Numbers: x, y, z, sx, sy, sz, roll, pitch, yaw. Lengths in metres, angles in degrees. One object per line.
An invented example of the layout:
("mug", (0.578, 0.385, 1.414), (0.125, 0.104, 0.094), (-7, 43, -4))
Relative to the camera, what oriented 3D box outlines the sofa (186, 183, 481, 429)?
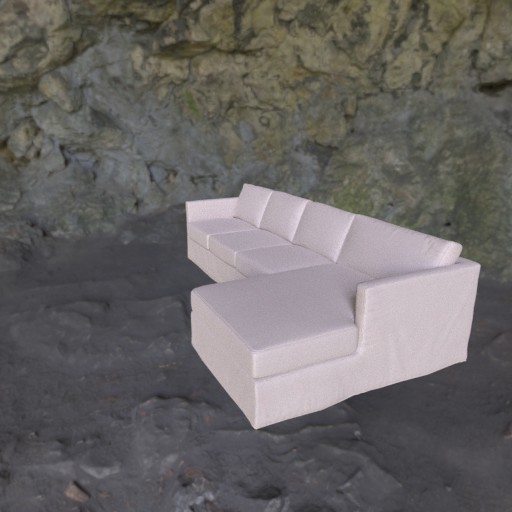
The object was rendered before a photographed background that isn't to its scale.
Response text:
("sofa", (0.000, 0.000, 3.864), (1.622, 0.871, 3.206), (-8, 18, -25))
